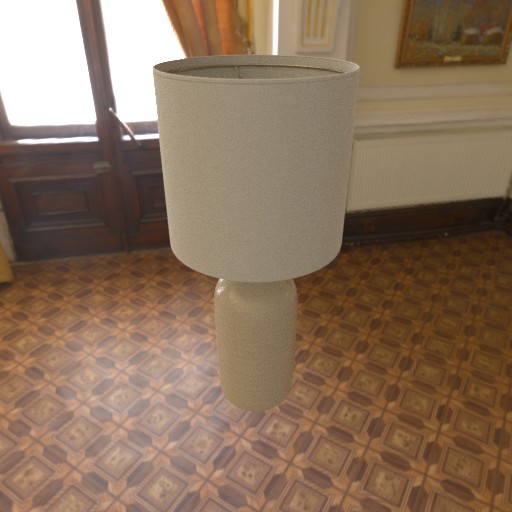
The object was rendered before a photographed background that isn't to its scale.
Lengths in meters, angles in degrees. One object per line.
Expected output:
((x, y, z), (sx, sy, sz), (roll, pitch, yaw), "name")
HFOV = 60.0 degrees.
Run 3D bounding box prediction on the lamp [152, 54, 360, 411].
((0.000, 0.000, 0.595), (0.220, 0.475, 0.220), (0, 29, 0), "lamp")
